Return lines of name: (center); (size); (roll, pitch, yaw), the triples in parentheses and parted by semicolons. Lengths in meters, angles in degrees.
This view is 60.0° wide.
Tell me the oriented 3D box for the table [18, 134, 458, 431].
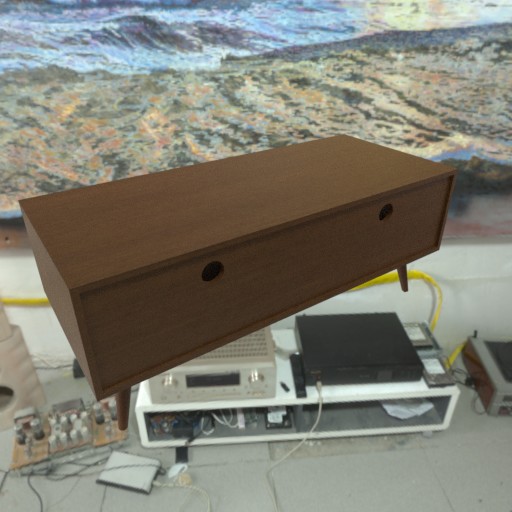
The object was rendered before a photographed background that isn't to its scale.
table: (0.000, 0.000, 1.329); (1.119, 0.464, 0.490); (-19, 35, -29)
